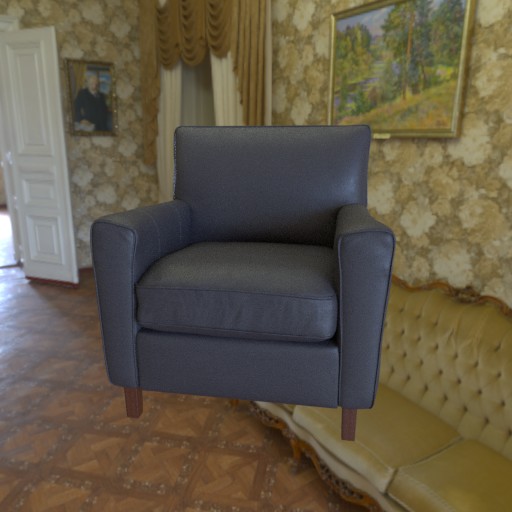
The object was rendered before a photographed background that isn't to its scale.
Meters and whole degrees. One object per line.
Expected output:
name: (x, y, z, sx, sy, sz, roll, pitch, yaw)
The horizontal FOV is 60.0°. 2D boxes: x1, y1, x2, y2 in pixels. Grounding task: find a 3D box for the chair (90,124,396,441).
chair: (0.000, 0.000, 1.610, 0.870, 0.943, 0.825, 2, 14, 9)
